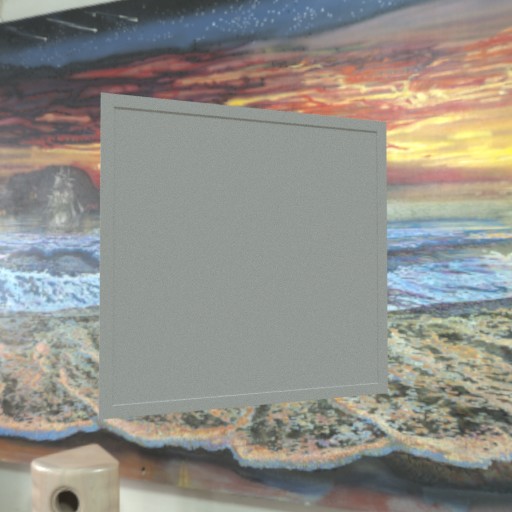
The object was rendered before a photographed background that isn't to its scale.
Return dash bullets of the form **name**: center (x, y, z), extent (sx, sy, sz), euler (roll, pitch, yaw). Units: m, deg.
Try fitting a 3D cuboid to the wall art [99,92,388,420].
- **wall art**: center (0.000, 0.000, 0.993), extent (0.660, 0.660, 0.015), euler (0, -1, -16)
